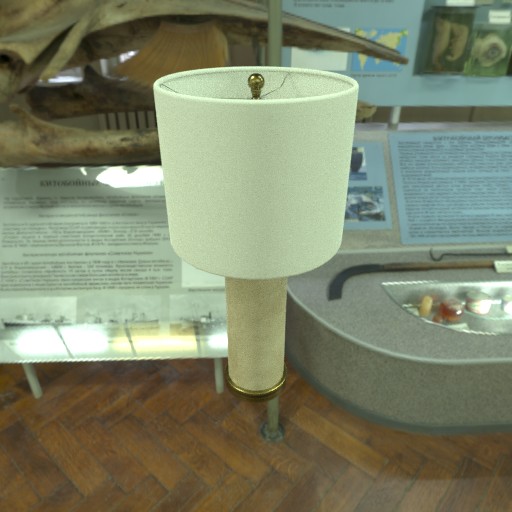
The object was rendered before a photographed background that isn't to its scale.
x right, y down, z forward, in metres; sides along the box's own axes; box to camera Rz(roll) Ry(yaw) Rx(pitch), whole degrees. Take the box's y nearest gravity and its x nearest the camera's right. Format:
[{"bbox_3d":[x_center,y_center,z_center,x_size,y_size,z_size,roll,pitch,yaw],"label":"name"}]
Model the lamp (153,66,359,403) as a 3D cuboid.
[{"bbox_3d":[0.000,0.000,0.824,0.305,0.634,0.305,-19,35,-29],"label":"lamp"}]
